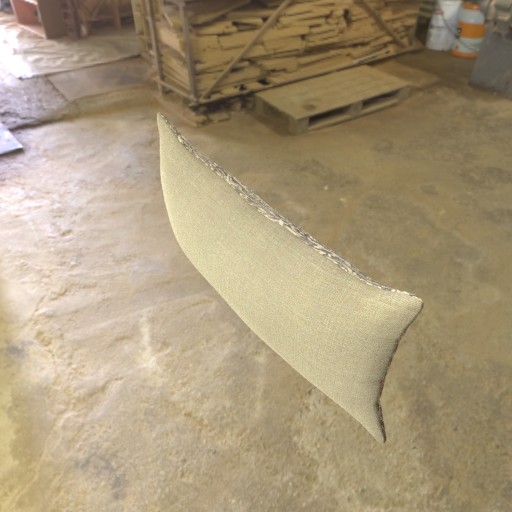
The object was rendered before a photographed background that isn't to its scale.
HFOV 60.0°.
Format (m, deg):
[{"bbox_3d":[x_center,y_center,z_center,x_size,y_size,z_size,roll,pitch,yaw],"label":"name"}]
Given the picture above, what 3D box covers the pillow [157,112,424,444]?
[{"bbox_3d":[0.000,0.000,0.745,0.148,0.290,0.631,-26,47,-27],"label":"pillow"}]
